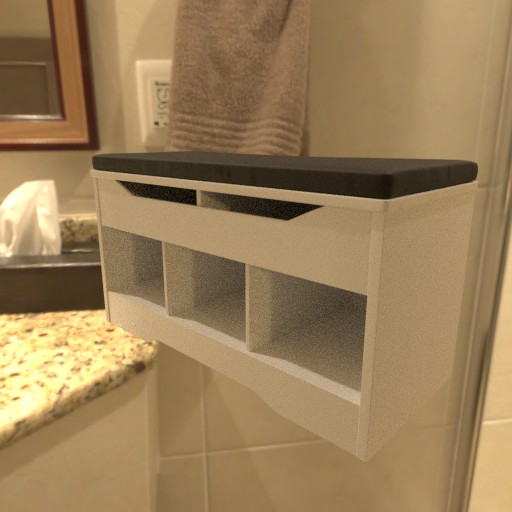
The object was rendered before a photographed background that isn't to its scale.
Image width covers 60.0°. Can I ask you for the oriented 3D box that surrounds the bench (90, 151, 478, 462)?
[{"bbox_3d":[0.000,0.000,1.133,0.899,0.500,0.401,14,20,42],"label":"bench"}]
